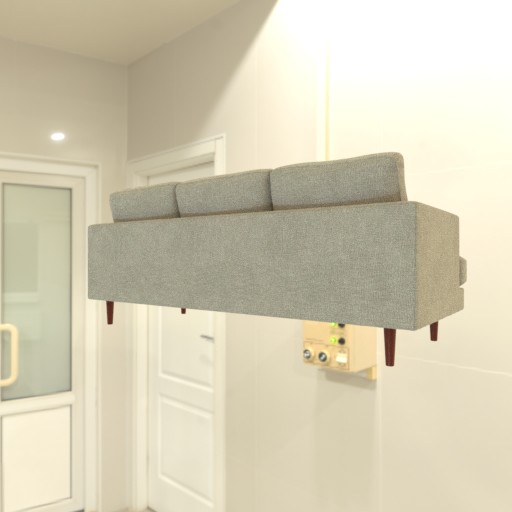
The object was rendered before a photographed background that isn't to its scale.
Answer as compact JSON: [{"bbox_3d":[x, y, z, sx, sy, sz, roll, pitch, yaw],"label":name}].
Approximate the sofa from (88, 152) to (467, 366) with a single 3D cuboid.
[{"bbox_3d":[0.000,0.000,2.741,2.246,0.930,0.903,0,0,36],"label":"sofa"}]
